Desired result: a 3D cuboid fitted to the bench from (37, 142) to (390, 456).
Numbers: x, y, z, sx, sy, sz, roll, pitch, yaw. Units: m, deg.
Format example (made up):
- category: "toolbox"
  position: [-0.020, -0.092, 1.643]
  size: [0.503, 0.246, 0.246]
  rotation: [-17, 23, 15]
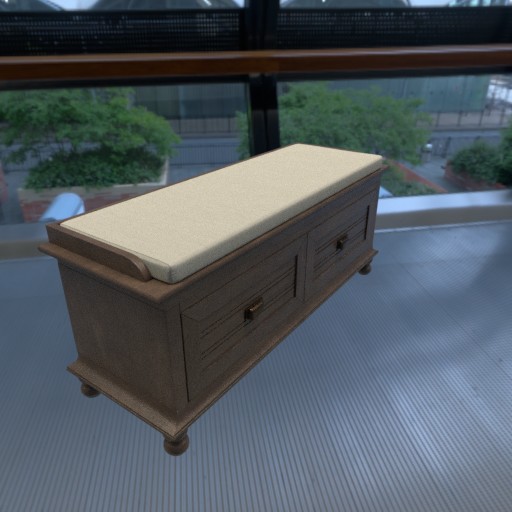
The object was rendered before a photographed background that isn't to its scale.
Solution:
- category: "bench"
  position: [0.000, 0.000, 1.444]
  size: [0.402, 0.501, 1.185]
  rotation: [18, 31, 32]
